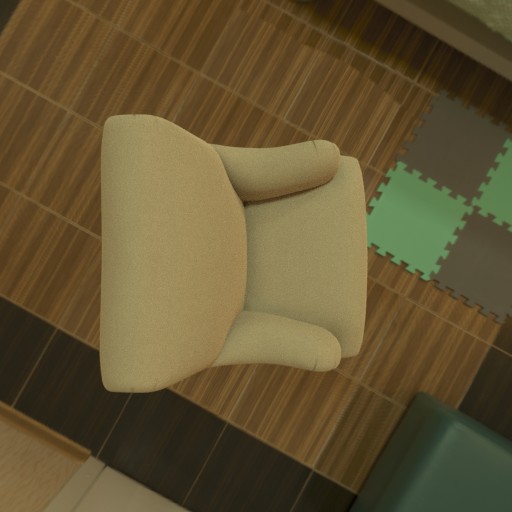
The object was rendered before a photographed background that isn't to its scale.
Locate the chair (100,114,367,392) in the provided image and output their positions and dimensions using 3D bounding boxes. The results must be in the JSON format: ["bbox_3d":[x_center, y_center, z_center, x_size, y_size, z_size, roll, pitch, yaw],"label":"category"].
[{"bbox_3d":[0.000,0.000,1.578,0.842,0.942,0.766,0,89,-1],"label":"chair"}]
